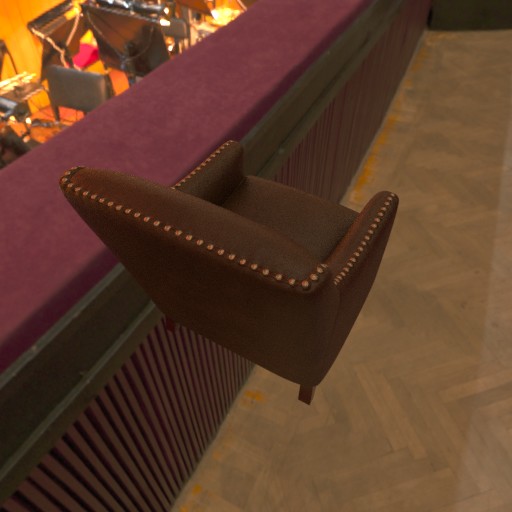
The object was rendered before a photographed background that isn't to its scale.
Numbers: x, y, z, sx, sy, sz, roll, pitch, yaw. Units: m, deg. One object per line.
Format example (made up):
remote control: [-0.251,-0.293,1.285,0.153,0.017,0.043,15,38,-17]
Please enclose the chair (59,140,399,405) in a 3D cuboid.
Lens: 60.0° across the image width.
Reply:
chair: [0.000,0.000,1.336,0.639,0.813,0.704,23,51,20]
